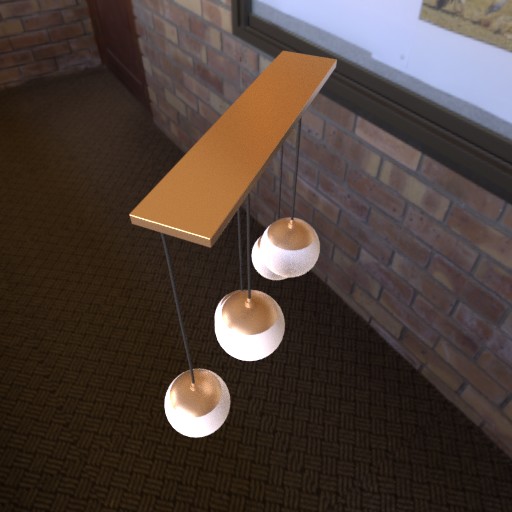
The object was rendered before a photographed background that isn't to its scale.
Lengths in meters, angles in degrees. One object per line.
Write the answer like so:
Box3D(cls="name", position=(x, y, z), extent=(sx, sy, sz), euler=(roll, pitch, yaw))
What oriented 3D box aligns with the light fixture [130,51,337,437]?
Box3D(cls="light fixture", position=(0.000, 0.000, 1.296), extent=(0.299, 0.869, 0.863), euler=(17, 48, 16))
